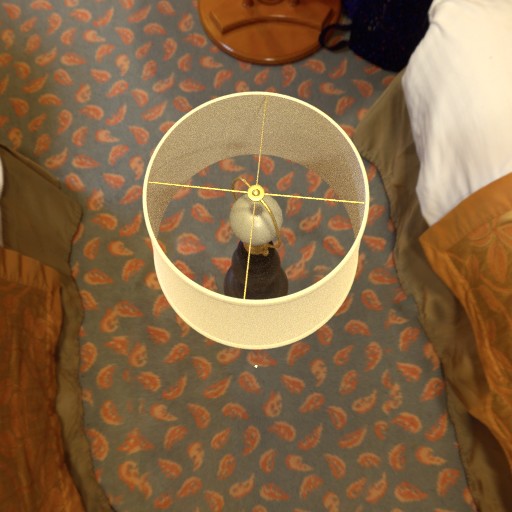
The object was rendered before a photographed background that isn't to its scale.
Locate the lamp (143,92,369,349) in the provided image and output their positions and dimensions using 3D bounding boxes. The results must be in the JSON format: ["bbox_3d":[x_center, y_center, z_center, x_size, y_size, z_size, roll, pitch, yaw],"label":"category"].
[{"bbox_3d":[0.000,0.000,0.798,0.335,0.611,0.335,0,76,0],"label":"lamp"}]
